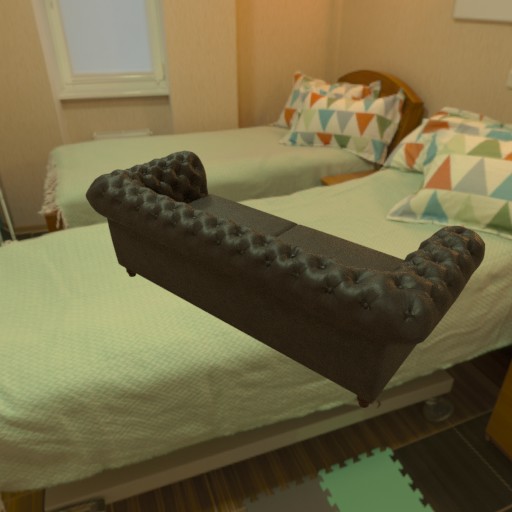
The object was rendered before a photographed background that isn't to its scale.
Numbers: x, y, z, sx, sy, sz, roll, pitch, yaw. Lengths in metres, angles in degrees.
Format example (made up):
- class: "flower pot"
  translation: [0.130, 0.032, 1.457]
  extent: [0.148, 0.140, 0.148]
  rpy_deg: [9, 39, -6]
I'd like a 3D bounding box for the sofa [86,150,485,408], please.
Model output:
- class: "sofa"
  translation: [0.000, 0.000, 2.796]
  extent: [2.385, 0.783, 0.944]
  rpy_deg: [23, 37, 33]
